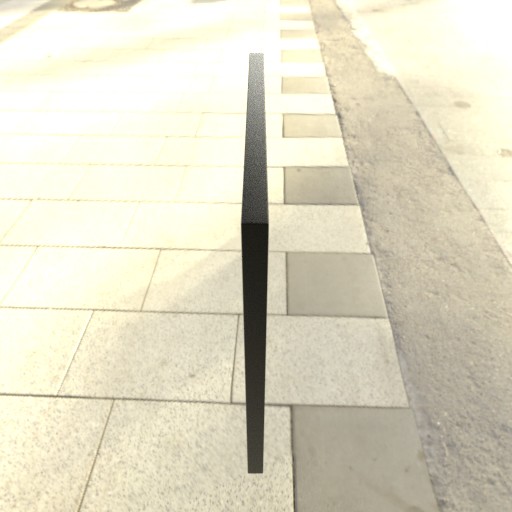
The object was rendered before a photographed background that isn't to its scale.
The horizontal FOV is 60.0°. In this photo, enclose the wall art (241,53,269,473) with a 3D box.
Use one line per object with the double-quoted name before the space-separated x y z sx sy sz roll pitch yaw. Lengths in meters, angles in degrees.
"wall art" 0.000 0.000 1.126 0.038 0.761 0.755 0 41 0
